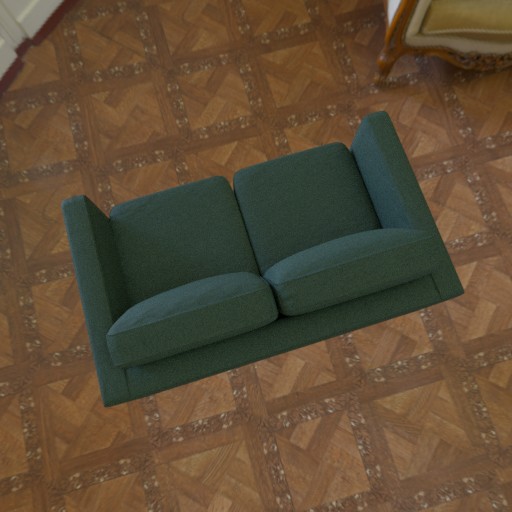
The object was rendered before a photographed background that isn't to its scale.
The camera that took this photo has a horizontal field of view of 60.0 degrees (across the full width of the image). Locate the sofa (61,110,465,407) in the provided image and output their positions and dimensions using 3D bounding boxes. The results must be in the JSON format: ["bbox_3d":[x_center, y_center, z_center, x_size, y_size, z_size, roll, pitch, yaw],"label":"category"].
[{"bbox_3d":[0.000,0.000,1.989,1.430,0.899,0.879,-17,77,-4],"label":"sofa"}]
